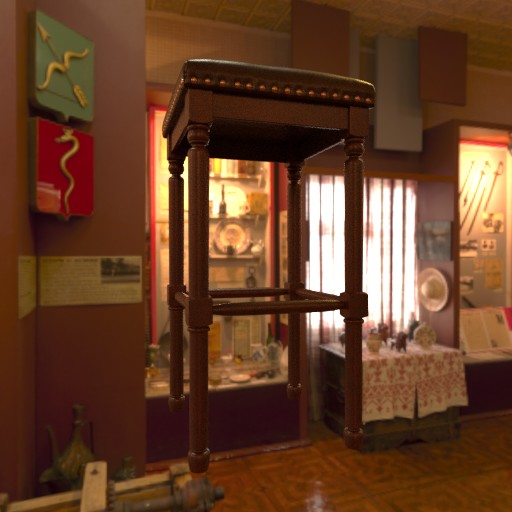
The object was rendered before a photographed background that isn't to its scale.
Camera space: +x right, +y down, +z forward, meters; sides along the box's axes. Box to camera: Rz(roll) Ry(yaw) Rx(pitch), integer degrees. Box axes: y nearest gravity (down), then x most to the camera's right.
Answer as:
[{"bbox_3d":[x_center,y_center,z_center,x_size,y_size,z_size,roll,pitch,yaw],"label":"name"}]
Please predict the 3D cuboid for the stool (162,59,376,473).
[{"bbox_3d":[0.000,0.000,0.995,0.382,0.768,0.383,0,1,-17],"label":"stool"}]
